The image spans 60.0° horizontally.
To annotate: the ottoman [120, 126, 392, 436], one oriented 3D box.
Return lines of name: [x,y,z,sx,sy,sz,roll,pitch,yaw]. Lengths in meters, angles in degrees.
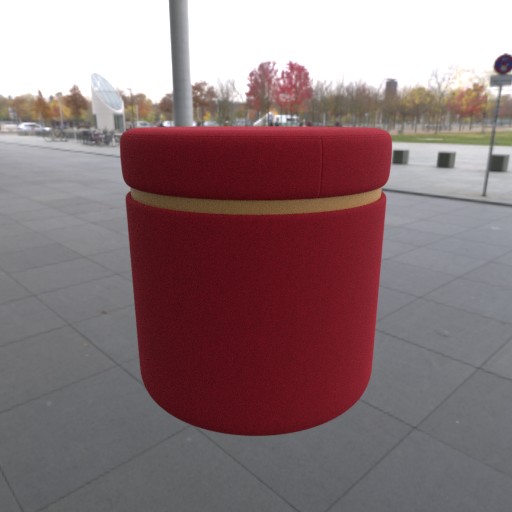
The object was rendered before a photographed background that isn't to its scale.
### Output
ottoman: [0.000,0.000,0.729,0.400,0.406,0.400,0,17,0]
